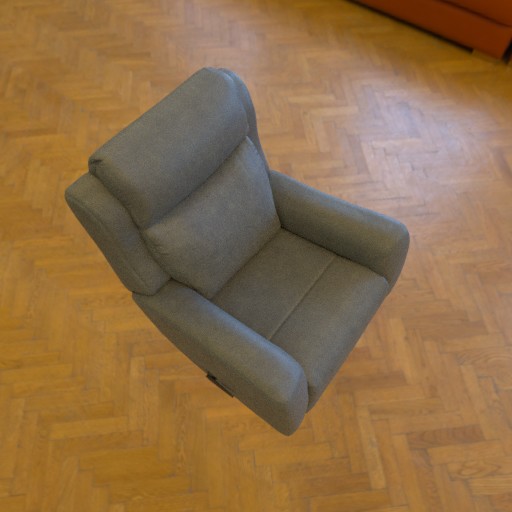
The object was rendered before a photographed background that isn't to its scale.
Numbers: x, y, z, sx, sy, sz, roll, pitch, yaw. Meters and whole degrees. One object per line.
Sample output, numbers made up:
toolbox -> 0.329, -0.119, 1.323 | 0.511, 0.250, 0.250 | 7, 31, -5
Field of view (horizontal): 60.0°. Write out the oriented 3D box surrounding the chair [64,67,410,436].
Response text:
chair -> 0.000, 0.000, 1.897 | 1.068, 1.116, 0.967 | 33, 64, 18
